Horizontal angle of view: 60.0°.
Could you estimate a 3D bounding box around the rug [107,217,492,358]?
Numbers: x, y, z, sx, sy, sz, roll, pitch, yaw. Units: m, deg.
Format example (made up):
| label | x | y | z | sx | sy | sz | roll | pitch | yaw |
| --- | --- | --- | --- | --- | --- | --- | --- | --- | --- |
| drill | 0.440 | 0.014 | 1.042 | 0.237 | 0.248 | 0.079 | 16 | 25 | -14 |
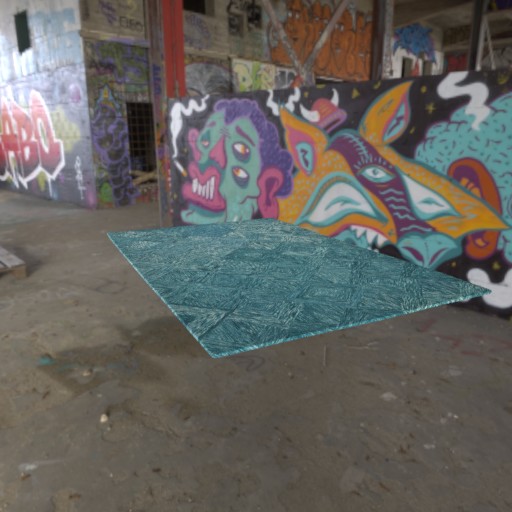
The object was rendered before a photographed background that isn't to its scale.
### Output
| label | x | y | z | sx | sy | sz | roll | pitch | yaw |
| --- | --- | --- | --- | --- | --- | --- | --- | --- | --- |
| rug | 0.000 | 0.000 | 2.153 | 1.136 | 0.017 | 1.728 | -8 | 17 | -26 |
